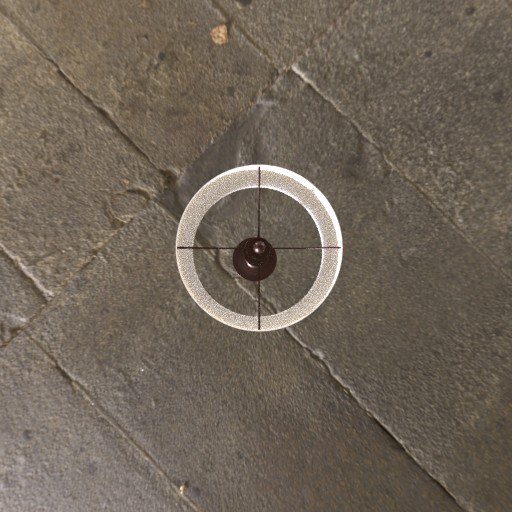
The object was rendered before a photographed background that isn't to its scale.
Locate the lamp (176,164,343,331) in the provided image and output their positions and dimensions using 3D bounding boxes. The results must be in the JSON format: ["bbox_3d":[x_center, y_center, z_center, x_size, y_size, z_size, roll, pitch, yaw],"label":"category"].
[{"bbox_3d":[0.000,0.000,1.663,0.356,1.487,0.356,0,89,-1],"label":"lamp"}]
